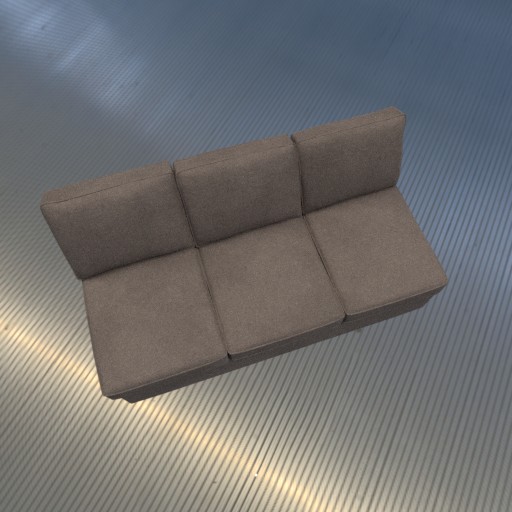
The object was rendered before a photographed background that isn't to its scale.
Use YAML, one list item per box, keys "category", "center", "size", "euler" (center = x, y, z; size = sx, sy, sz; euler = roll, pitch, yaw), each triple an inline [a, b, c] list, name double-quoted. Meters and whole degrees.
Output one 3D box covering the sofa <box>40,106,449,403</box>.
- category: "sofa"
  center: [0.000, 0.000, 2.516]
  size: [1.962, 0.973, 1.027]
  euler: [-17, 65, -8]
